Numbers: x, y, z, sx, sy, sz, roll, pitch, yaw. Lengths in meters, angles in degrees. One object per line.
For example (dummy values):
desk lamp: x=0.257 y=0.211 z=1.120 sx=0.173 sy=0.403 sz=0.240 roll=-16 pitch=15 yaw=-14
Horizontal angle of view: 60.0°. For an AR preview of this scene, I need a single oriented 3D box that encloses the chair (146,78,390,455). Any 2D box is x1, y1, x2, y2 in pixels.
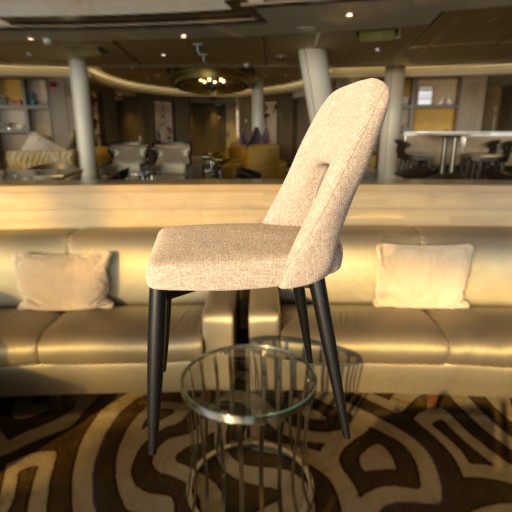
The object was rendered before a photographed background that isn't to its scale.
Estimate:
chair: x=0.000 y=0.000 z=1.253 sx=0.612 sy=0.931 sz=0.470 roll=-2 pitch=15 yaw=-7
